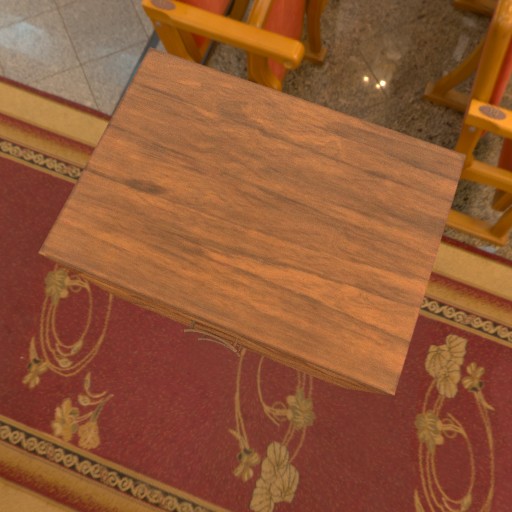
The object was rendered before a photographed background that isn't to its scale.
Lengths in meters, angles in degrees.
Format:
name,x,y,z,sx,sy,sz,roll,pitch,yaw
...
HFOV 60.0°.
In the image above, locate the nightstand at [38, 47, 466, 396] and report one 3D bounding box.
name,x,y,z,sx,sy,sz,roll,pitch,yaw
nightstand,0.000,0.000,1.042,0.610,0.610,0.458,21,76,5
